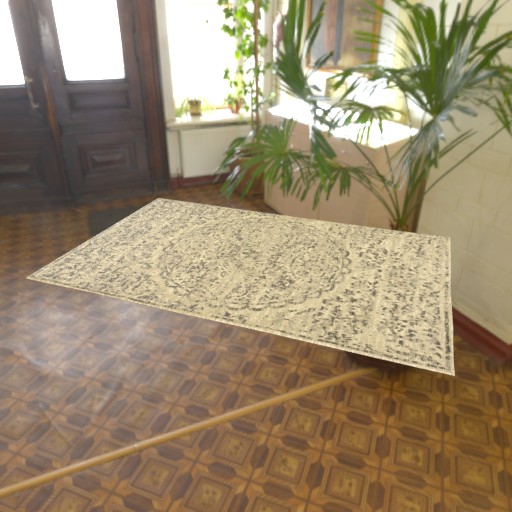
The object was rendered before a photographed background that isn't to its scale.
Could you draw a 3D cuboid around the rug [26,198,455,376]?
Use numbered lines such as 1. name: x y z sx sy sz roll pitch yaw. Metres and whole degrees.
1. rug: 0.000 0.000 2.975 2.447 0.021 1.527 10 29 18
